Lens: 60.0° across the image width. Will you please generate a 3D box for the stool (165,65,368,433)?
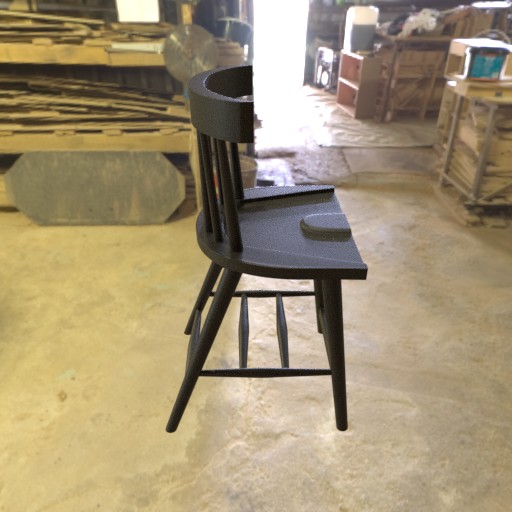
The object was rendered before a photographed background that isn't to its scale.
[{"bbox_3d":[0.000,0.000,1.273,0.549,0.953,0.494,0,31,-1],"label":"stool"}]
